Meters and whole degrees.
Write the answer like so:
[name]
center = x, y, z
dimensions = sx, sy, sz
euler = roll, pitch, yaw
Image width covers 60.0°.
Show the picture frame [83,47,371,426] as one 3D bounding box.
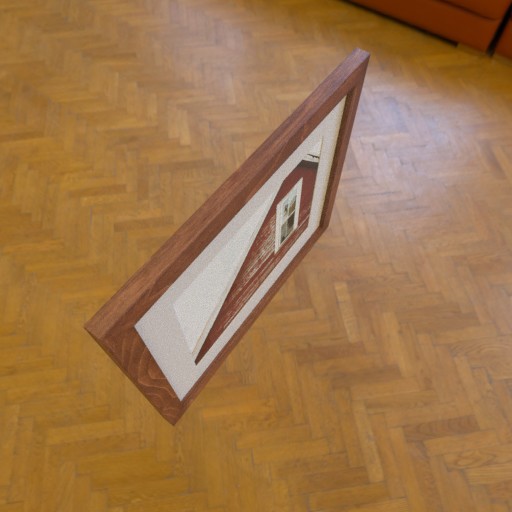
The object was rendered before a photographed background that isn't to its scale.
[picture frame]
center = 0.000, 0.000, 0.752
dimensions = 0.025, 0.457, 0.559
euler = 32, 64, 18
